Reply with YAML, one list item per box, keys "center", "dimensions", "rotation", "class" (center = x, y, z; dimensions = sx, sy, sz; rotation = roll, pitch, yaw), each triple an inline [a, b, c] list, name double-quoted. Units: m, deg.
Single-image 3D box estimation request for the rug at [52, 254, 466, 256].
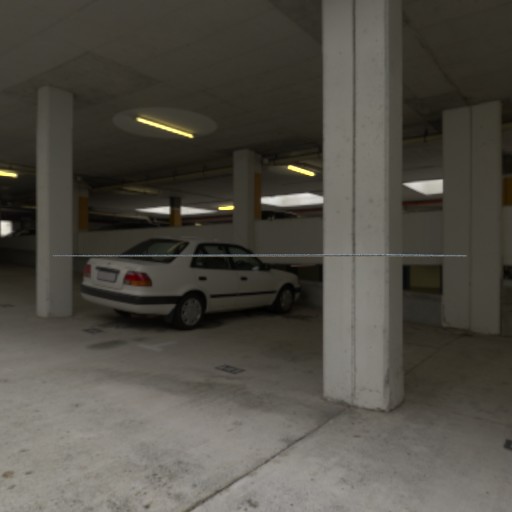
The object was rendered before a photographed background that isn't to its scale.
- center: [0.000, 0.000, 2.938]
  dimensions: [2.286, 0.006, 1.522]
  rotation: [0, 0, 36]
  class: "rug"
